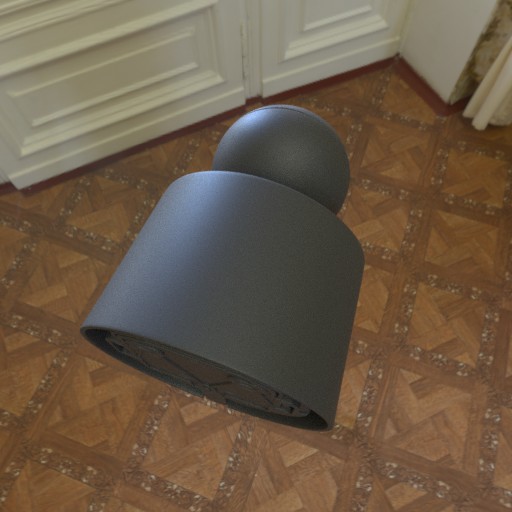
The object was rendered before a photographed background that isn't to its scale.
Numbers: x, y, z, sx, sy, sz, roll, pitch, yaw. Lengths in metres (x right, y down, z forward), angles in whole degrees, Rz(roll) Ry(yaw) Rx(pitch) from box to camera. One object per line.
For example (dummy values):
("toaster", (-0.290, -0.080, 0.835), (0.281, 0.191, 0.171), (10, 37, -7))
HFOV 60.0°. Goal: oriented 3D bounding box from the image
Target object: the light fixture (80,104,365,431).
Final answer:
("light fixture", (0.000, 0.000, 0.264), (0.134, 0.143, 0.160), (17, 65, 8))
